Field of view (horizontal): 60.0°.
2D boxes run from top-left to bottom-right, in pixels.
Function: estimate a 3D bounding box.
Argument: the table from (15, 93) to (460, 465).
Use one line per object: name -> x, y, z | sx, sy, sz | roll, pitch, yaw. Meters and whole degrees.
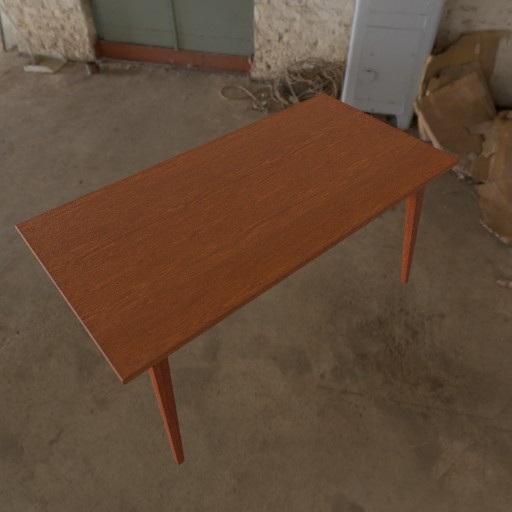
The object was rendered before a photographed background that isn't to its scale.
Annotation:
table -> 0.000, 0.000, 2.023 | 1.609, 0.755, 0.811 | -31, 54, -27
